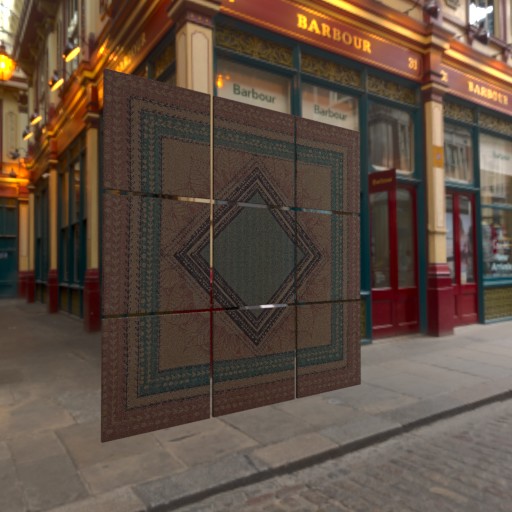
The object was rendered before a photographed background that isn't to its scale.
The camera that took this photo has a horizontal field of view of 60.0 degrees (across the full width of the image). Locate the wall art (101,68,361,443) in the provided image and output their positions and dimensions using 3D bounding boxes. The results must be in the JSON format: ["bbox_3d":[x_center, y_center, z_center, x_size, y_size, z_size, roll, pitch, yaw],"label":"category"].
[{"bbox_3d":[0.000,0.000,2.245,1.527,1.525,0.014,1,-1,-35],"label":"wall art"}]
